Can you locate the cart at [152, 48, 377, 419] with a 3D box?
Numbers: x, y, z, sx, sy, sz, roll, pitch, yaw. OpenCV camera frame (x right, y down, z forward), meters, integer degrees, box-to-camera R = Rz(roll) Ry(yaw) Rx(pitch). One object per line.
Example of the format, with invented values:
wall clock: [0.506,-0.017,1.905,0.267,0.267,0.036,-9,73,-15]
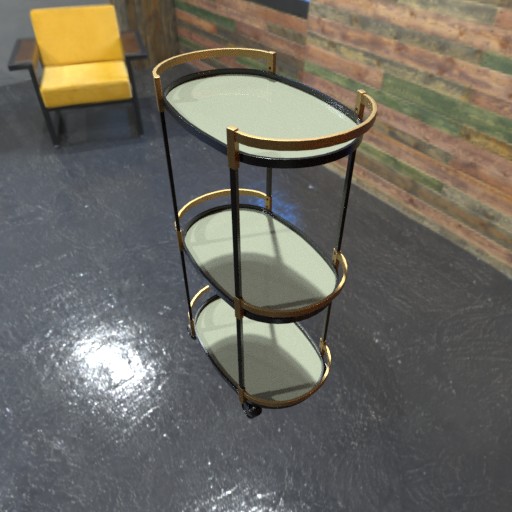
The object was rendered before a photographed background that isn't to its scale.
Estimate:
cart: [0.000,0.000,1.150,0.311,0.885,0.515,-24,46,-25]
